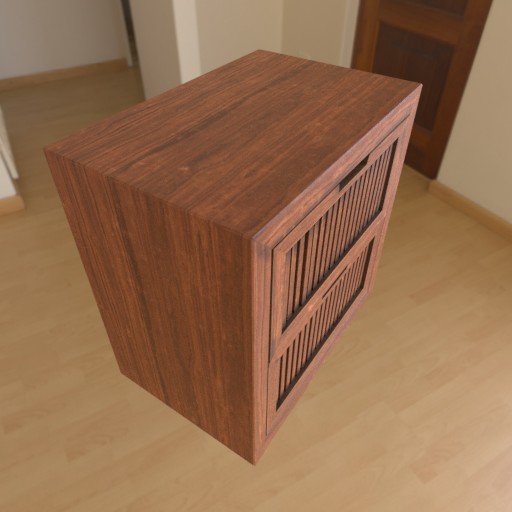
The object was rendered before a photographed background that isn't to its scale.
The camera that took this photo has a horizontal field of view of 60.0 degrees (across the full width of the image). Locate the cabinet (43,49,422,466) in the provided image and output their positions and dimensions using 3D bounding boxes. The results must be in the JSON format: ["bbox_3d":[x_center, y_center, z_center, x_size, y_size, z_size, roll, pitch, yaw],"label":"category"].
[{"bbox_3d":[0.000,0.000,1.028,0.410,0.695,0.607,24,47,25],"label":"cabinet"}]
